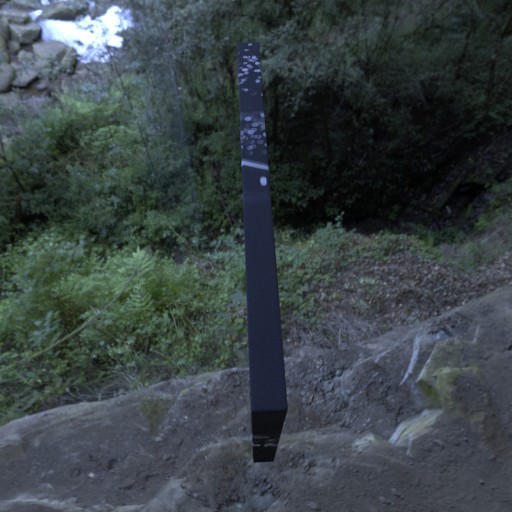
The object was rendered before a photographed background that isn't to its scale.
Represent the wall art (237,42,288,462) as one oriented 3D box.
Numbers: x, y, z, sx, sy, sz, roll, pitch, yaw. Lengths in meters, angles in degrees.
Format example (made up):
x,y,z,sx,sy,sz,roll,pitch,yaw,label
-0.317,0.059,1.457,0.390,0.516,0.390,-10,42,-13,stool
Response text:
x,y,z,sx,sy,sz,roll,pitch,yaw,label
0.000,0.000,0.770,0.037,0.406,0.609,-2,59,-1,wall art
